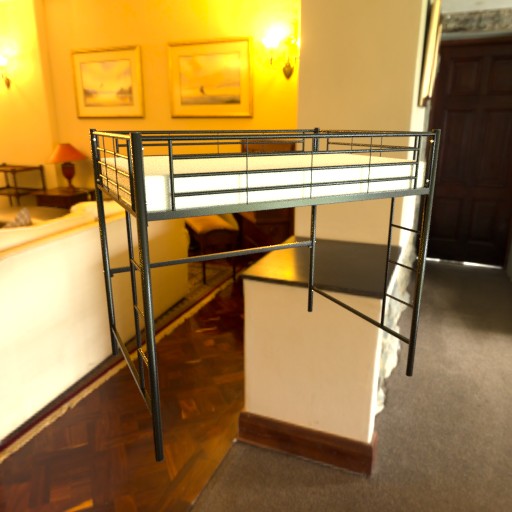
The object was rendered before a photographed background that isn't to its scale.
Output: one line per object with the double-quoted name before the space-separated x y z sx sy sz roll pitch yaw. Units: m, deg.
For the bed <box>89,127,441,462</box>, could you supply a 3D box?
"bed" 0.000 0.000 3.276 1.994 1.803 1.397 -8 19 -26
